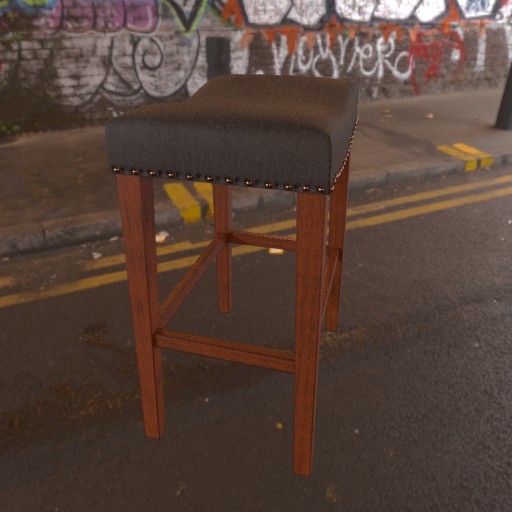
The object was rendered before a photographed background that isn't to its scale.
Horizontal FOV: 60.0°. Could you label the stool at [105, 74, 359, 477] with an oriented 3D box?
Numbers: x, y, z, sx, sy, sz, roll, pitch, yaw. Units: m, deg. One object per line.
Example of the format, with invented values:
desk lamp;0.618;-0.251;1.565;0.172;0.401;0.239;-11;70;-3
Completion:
stool;0.000;0.000;0.851;0.320;0.612;0.439;8;30;14
